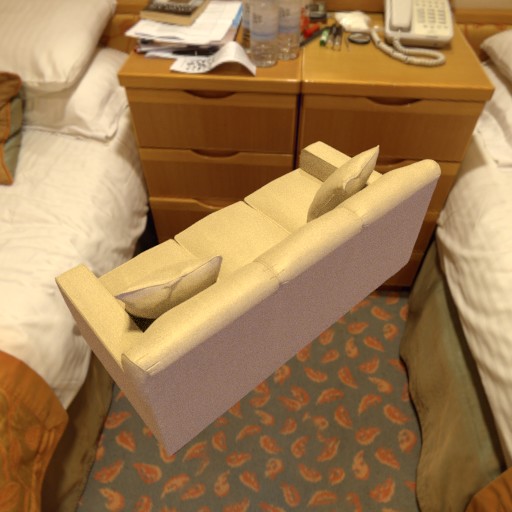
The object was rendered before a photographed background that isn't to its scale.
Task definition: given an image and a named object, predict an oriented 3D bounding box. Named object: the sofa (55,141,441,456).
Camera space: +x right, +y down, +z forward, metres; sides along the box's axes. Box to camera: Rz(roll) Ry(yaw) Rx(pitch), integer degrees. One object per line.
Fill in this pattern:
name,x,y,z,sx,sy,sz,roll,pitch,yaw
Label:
sofa,0.000,0.000,2.626,2.024,0.958,0.997,-32,54,-28
